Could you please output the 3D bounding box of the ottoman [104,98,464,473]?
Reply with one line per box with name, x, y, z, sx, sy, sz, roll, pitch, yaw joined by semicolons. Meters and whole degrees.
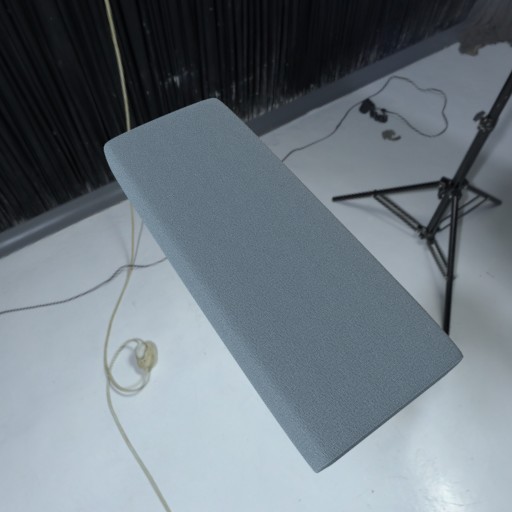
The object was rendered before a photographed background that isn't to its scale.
ottoman;0.000;0.000;1.867;0.646;0.393;1.609;-29;62;-18
